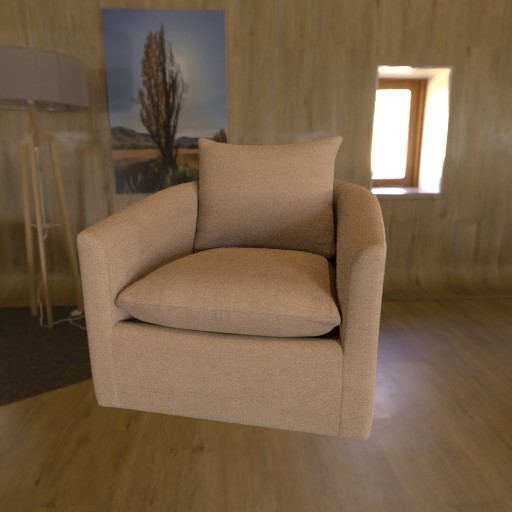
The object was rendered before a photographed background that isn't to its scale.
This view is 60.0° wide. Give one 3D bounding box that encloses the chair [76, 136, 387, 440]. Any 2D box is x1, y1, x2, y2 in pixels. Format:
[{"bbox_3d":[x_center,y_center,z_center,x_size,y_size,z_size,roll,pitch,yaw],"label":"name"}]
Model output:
[{"bbox_3d":[0.000,0.000,1.595,0.845,0.848,0.910,3,13,12],"label":"chair"}]
